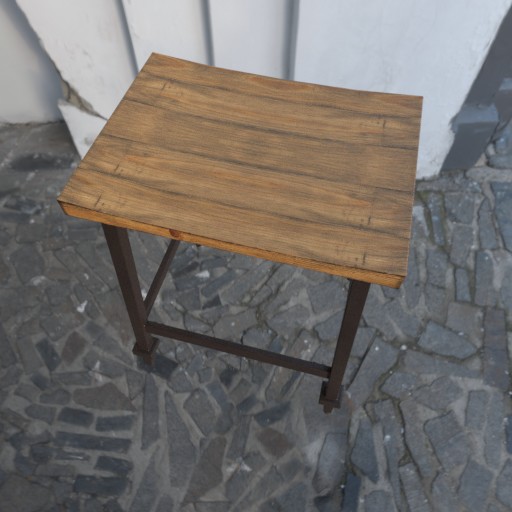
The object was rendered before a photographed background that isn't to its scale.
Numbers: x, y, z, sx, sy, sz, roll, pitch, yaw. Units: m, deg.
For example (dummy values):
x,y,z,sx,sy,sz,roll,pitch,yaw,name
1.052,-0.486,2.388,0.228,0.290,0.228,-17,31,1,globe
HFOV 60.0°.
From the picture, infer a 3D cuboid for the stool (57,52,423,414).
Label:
x,y,z,sx,sy,sz,roll,pitch,yaw,name
0.000,0.000,0.922,0.486,0.625,0.405,13,58,8,stool
